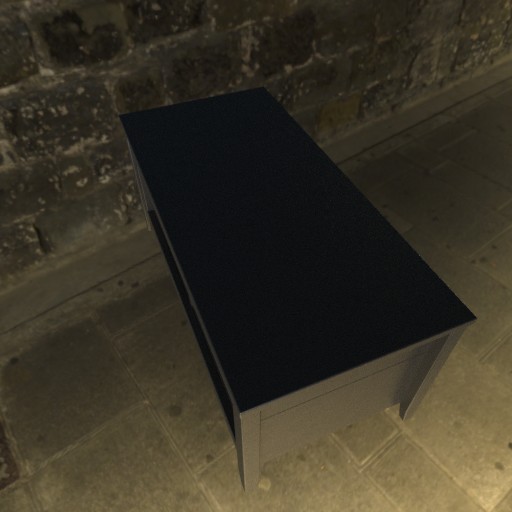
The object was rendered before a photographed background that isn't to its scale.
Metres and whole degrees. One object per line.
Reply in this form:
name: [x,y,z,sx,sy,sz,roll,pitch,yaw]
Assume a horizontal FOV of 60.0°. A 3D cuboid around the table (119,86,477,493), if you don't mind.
table: [0.000,0.000,1.259,0.483,0.457,1.016,-17,49,-15]
